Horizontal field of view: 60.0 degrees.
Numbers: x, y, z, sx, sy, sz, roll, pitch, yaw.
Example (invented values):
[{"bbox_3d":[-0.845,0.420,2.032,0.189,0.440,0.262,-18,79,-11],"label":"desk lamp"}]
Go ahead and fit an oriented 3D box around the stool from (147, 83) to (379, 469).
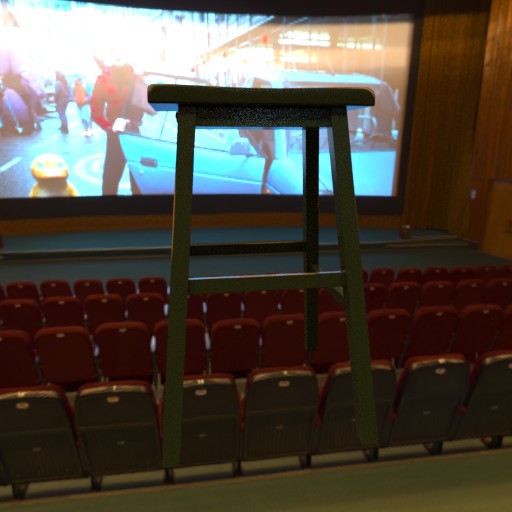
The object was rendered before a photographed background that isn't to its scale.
[{"bbox_3d":[0.000,0.000,1.054,0.457,0.737,0.476,-2,15,-9],"label":"stool"}]
